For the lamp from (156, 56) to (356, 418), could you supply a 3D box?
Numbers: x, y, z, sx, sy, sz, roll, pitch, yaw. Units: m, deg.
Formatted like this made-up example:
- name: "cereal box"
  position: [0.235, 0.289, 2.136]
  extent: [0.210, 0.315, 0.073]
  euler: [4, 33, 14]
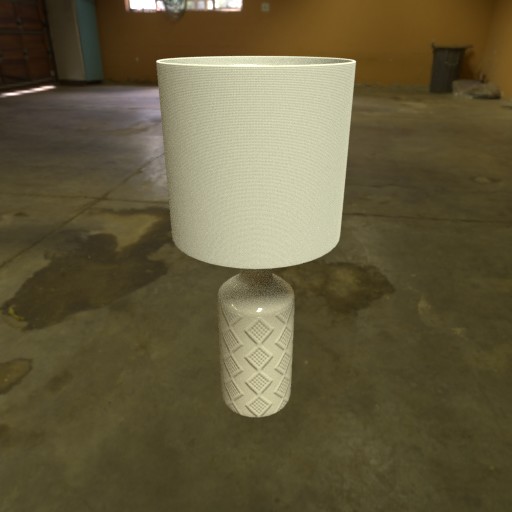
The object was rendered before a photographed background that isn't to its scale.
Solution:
- name: "lamp"
  position: [0.000, 0.000, 0.569]
  extent: [0.207, 0.461, 0.207]
  euler: [-17, 31, -31]
